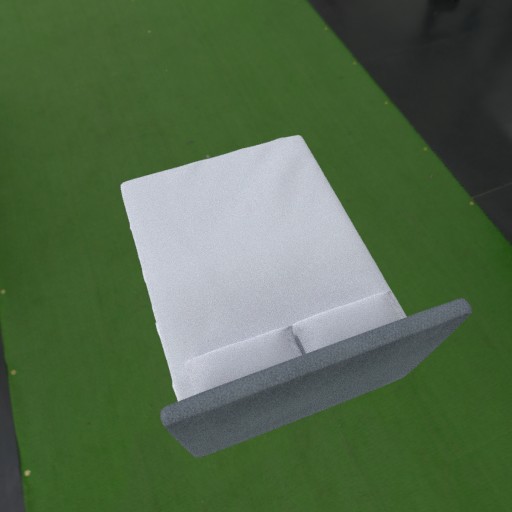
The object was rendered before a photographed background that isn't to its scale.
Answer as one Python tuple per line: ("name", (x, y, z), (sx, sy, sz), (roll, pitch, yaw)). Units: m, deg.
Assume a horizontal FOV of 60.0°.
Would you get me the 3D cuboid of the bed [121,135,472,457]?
("bed", (0.000, 0.000, 3.189), (1.713, 1.330, 2.142), (-18, 61, -10))
